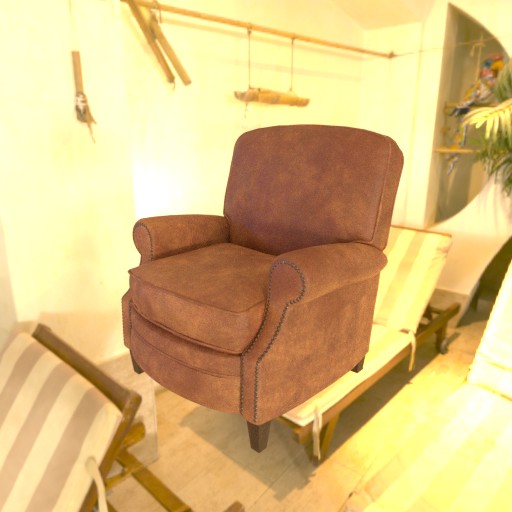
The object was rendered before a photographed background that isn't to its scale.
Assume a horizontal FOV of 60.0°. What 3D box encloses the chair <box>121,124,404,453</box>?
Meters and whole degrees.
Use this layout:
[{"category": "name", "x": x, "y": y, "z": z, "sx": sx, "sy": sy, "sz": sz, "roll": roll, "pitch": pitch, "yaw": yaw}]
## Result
[{"category": "chair", "x": 0.000, "y": 0.000, "z": 1.786, "sx": 0.936, "sy": 1.018, "sz": 0.986, "roll": 15, "pitch": 22, "yaw": 41}]
